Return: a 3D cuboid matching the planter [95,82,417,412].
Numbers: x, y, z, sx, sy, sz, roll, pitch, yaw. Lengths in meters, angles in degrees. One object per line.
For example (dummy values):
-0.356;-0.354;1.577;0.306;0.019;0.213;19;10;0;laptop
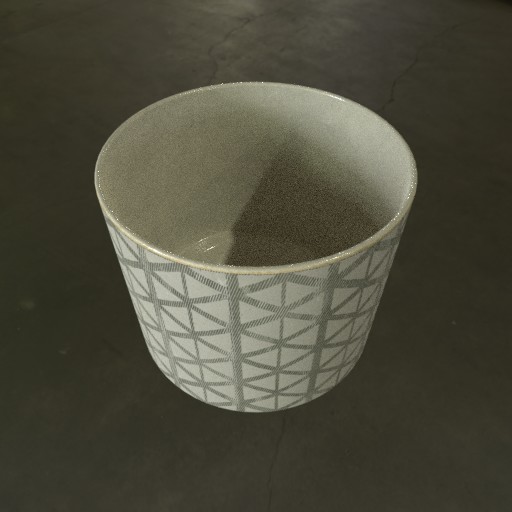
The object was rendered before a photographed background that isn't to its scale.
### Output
0.000;0.000;0.334;0.190;0.181;0.190;0;47;0;planter
